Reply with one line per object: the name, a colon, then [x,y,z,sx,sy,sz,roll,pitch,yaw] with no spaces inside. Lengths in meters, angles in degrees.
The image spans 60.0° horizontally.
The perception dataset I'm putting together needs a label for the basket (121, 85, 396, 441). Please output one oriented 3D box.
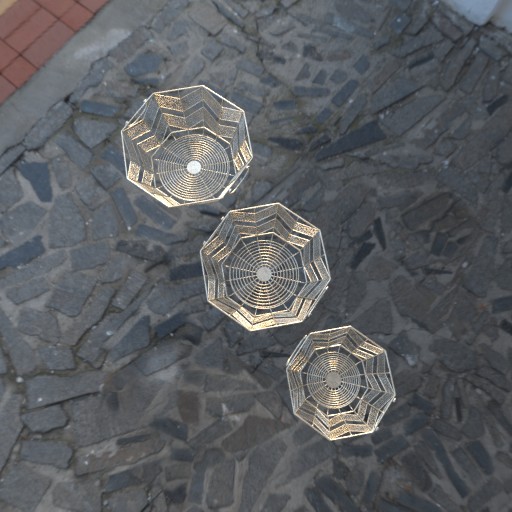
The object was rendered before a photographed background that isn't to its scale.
basket: [0.000,0.000,1.412,0.432,0.178,1.246,-32,79,-7]
